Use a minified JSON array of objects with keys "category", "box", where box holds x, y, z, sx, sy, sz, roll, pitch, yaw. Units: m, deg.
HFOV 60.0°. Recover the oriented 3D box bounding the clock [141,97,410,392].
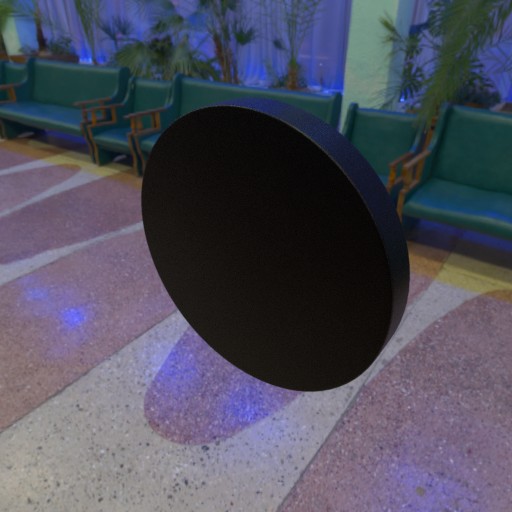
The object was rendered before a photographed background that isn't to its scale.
[{"category":"clock","box":[0.000,0.000,0.467,0.314,0.314,0.040,21,37,31]}]
